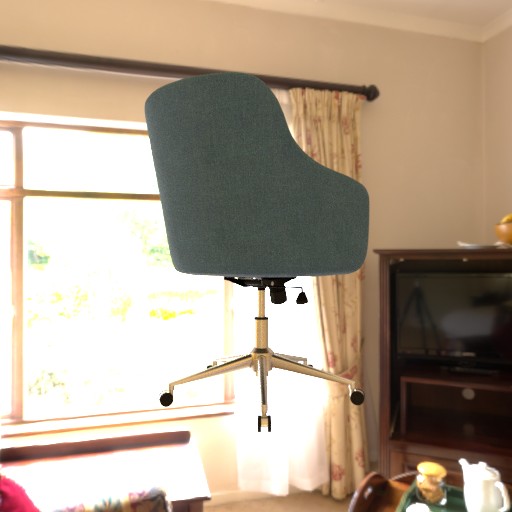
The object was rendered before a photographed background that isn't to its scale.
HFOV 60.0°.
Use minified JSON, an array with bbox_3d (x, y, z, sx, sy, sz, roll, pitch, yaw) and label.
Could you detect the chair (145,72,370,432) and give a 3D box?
[{"bbox_3d":[0.000,0.000,1.291,0.599,0.820,0.655,0,-1,36],"label":"chair"}]
